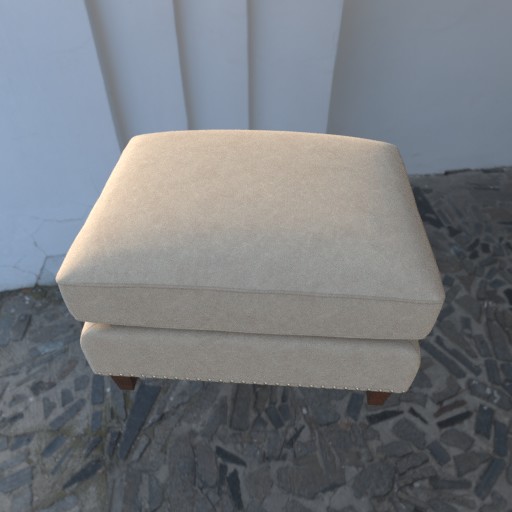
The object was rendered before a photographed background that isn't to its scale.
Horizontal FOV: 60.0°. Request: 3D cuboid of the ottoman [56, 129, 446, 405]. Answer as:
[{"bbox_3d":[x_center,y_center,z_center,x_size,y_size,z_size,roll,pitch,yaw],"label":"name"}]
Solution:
[{"bbox_3d":[0.000,0.000,1.141,0.741,0.513,0.584,3,44,3],"label":"ottoman"}]
